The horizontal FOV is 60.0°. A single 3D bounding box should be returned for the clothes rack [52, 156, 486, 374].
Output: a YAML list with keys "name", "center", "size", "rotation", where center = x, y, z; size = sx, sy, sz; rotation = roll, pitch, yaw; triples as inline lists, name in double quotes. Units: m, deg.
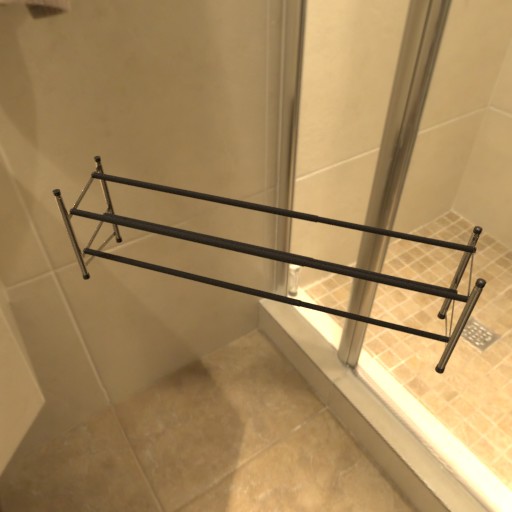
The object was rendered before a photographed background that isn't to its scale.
- name: "clothes rack"
  center: [0.000, 0.000, 1.325]
  size: [1.168, 0.349, 0.229]
  rotation: [13, 43, 14]
